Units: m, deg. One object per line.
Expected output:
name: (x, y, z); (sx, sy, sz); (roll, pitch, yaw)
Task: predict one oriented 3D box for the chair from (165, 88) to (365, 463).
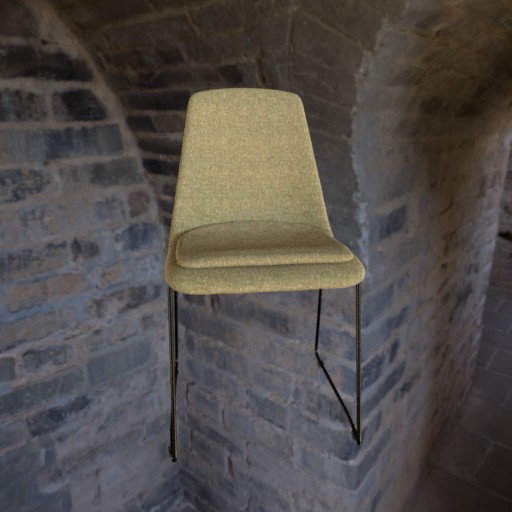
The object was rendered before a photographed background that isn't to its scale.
chair: (0.000, 0.000, 1.145); (0.479, 0.849, 0.496); (-2, 17, -7)
